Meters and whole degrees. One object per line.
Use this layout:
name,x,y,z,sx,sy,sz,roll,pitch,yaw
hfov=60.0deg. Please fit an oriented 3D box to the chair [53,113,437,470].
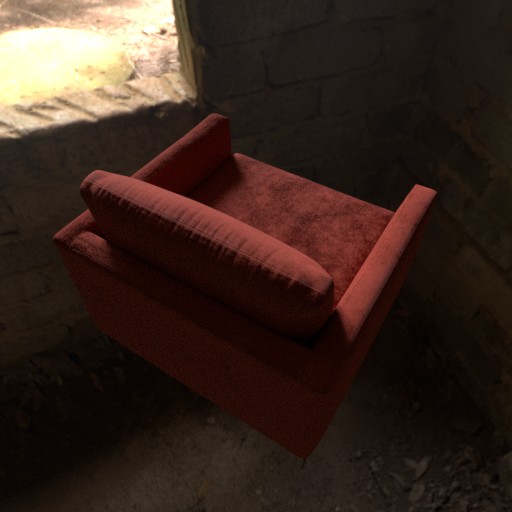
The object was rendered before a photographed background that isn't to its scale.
chair,0.000,0.000,1.581,0.964,0.812,0.875,25,53,21
